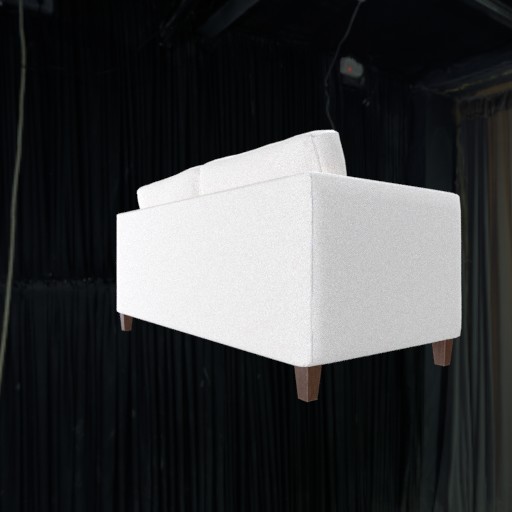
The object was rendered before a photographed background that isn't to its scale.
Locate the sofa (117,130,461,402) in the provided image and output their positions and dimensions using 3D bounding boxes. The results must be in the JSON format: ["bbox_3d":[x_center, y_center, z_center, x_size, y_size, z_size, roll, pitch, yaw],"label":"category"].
[{"bbox_3d":[0.000,0.000,2.235,0.873,0.888,1.722,0,0,-36],"label":"sofa"}]
